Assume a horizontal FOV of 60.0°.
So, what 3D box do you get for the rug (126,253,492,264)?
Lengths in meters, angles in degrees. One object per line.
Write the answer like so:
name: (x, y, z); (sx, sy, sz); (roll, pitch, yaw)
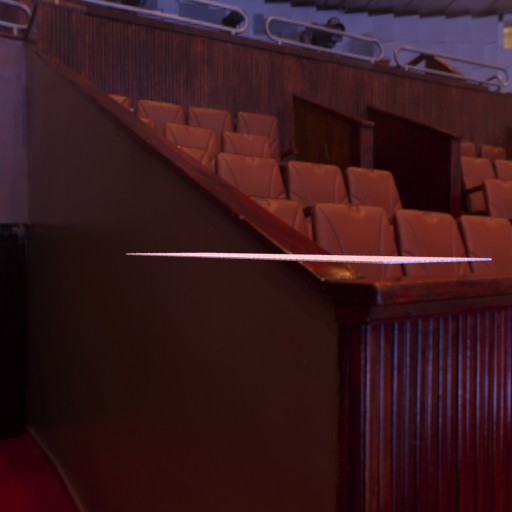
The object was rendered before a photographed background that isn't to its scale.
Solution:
rug: (0.000, 0.000, 2.488); (0.676, 0.008, 2.277); (-1, 1, -36)
